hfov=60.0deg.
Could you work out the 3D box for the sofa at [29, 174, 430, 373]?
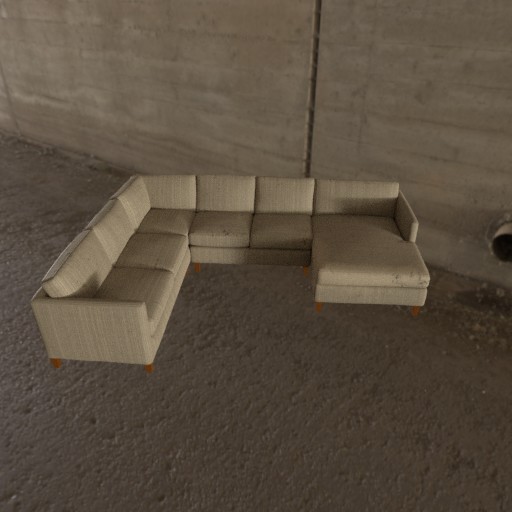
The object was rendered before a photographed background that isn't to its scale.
[{"bbox_3d":[0.000,0.000,4.610,3.460,0.961,2.594,2,31,3],"label":"sofa"}]
